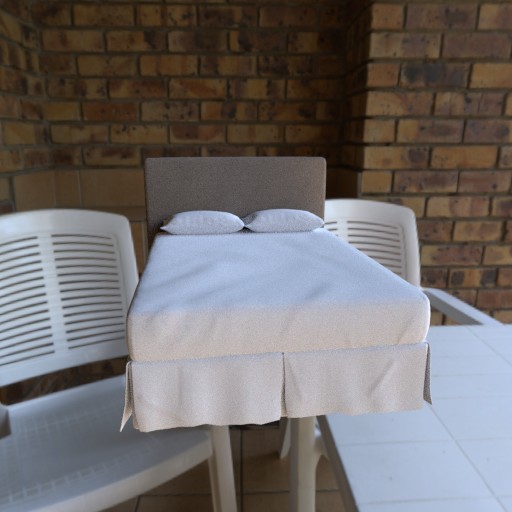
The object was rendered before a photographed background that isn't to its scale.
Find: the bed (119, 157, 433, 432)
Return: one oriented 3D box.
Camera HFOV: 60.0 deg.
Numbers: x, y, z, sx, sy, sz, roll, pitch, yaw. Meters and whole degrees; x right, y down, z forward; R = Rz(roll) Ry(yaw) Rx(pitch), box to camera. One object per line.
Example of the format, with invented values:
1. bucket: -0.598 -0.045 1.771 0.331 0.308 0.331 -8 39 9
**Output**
1. bed: 0.000 0.000 3.202 1.723 1.330 2.142 -2 15 -8
